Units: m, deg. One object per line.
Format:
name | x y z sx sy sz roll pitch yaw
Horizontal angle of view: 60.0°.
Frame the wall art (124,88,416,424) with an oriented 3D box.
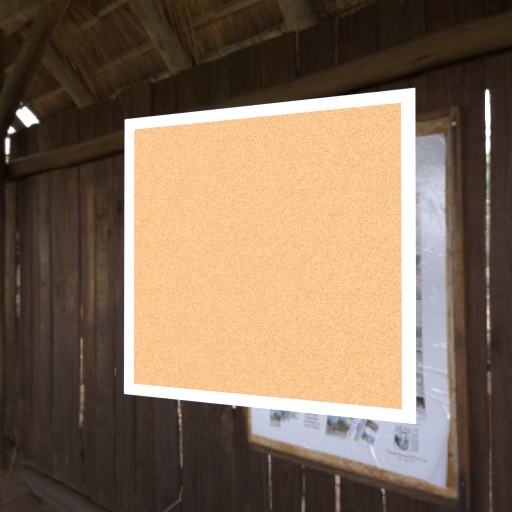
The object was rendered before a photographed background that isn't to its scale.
wall art | 0.000 0.000 0.824 0.558 0.559 0.009 0 0 17
